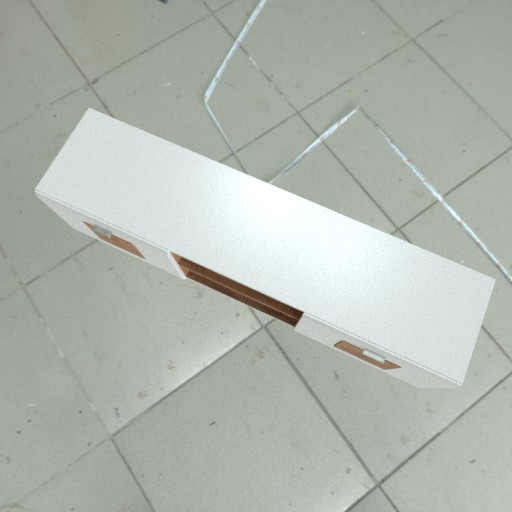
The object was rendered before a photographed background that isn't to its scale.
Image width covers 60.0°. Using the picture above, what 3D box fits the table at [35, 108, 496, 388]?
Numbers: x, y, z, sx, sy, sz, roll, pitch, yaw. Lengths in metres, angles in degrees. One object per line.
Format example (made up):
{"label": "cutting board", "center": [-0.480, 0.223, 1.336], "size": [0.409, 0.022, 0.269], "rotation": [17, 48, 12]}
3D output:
{"label": "table", "center": [0.000, 0.000, 1.707], "size": [1.550, 0.440, 0.400], "rotation": [24, 75, 7]}
